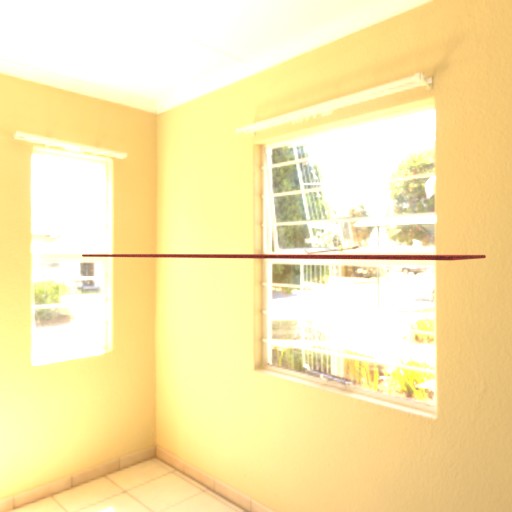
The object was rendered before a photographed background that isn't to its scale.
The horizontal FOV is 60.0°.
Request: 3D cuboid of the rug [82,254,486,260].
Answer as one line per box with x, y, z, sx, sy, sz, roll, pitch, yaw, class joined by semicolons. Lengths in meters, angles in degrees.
0.000;0.000;2.743;2.439;0.018;0.813;0;1;35;rug
